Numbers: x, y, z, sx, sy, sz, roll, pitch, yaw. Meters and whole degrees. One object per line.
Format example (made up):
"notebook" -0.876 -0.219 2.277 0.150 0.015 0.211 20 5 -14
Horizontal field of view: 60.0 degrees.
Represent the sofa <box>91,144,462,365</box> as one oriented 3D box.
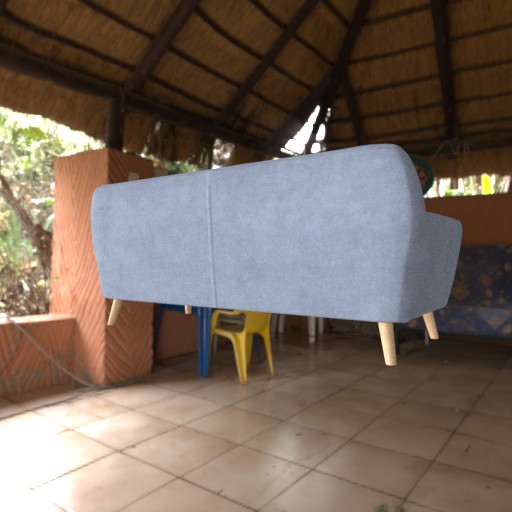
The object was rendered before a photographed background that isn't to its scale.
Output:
"sofa" 0.000 0.000 2.439 1.970 0.830 0.830 0 0 35
